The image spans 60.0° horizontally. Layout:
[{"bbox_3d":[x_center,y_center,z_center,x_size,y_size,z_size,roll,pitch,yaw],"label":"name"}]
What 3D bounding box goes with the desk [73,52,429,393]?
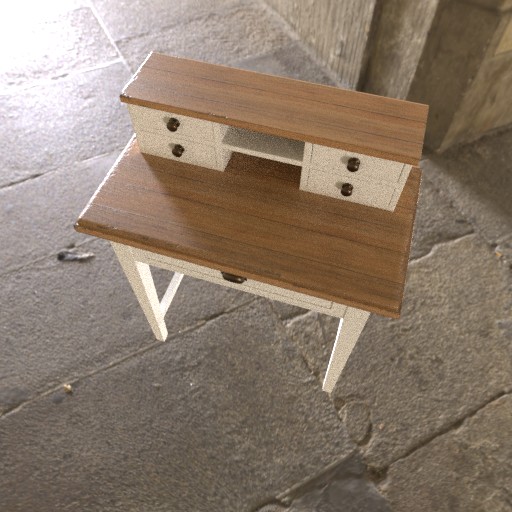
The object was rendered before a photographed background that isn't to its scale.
[{"bbox_3d":[0.000,0.000,1.403,0.814,0.981,0.462,15,58,9],"label":"desk"}]
